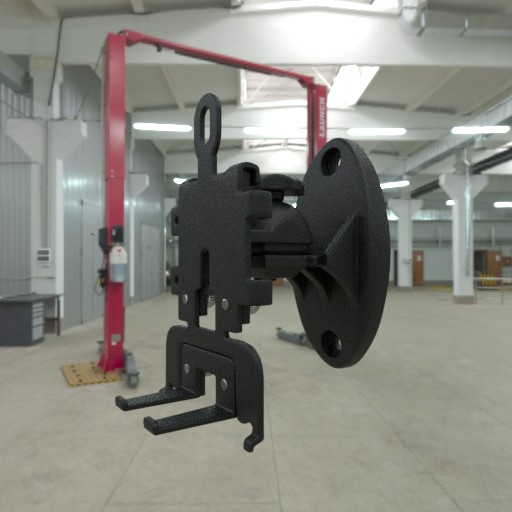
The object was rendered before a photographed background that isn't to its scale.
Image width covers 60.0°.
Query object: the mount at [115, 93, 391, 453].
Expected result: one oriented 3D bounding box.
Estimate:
[{"bbox_3d":[0.000,0.000,0.174,0.100,0.118,0.066,0,-1,-36],"label":"mount"}]
